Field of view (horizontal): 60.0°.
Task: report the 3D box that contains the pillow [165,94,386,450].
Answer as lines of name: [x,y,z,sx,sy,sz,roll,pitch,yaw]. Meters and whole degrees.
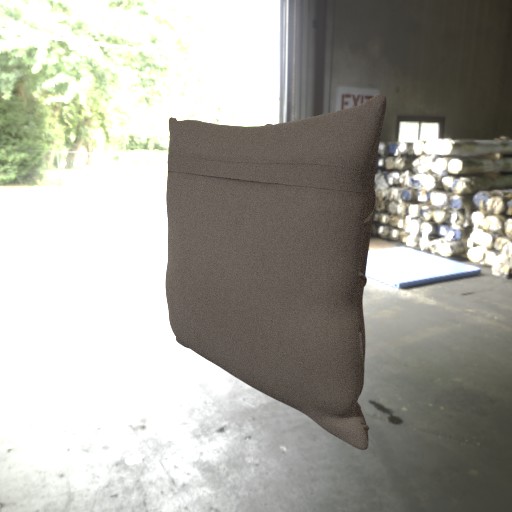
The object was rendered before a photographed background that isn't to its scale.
pillow: [0.000,0.000,0.682,0.185,0.440,0.439,-13,19,-42]
